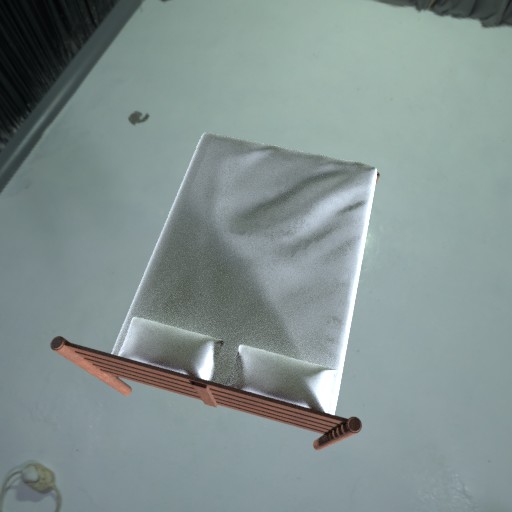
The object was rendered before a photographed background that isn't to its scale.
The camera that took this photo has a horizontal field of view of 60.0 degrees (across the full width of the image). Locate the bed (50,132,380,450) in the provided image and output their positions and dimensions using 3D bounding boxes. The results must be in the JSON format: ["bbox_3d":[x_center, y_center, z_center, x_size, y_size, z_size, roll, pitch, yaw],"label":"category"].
[{"bbox_3d":[0.000,0.000,3.062,1.509,1.304,2.093,13,64,7],"label":"bed"}]
